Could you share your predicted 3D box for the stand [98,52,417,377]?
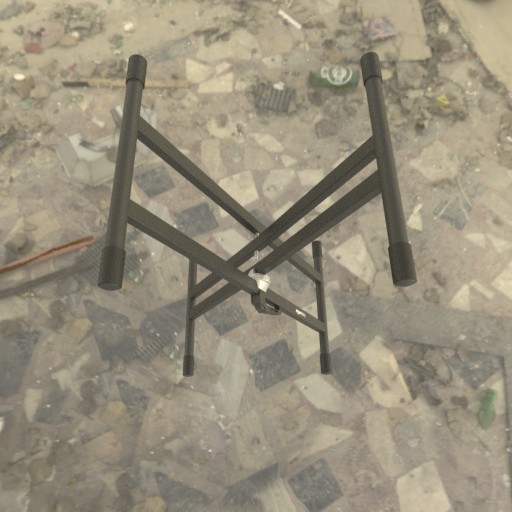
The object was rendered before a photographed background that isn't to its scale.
[{"bbox_3d":[0.000,0.000,1.190,0.503,0.900,0.495,-1,66,0],"label":"stand"}]
